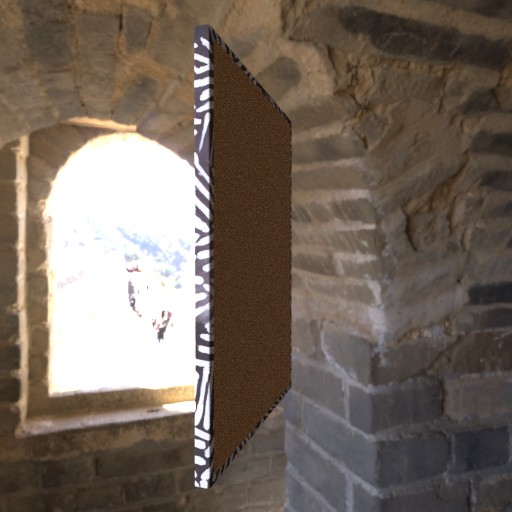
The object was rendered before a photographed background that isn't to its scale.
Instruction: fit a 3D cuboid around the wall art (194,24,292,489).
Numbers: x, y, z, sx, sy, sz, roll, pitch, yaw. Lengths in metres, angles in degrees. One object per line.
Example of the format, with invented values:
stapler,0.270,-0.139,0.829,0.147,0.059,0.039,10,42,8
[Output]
wall art,0.000,0.000,1.335,0.038,1.017,0.765,0,1,18
